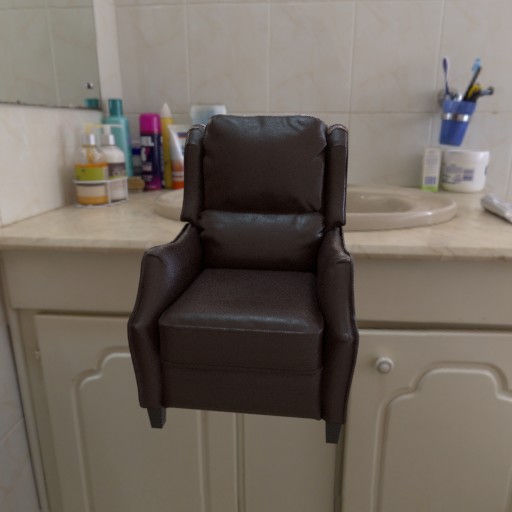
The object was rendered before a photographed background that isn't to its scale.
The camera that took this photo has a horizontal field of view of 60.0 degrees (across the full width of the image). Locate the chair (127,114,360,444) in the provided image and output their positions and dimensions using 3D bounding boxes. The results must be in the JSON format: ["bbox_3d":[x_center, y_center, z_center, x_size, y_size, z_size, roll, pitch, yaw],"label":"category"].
[{"bbox_3d":[0.000,0.000,1.814,0.770,1.132,0.982,2,16,7],"label":"chair"}]
